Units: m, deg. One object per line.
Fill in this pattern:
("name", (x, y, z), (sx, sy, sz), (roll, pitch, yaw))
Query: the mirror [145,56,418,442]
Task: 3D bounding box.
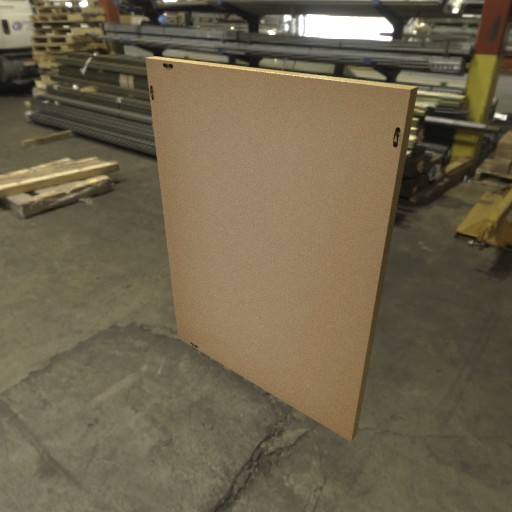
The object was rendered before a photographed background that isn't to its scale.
("mirror", (0.000, 0.000, 1.298), (0.762, 1.016, 0.040), (22, 37, 32))
